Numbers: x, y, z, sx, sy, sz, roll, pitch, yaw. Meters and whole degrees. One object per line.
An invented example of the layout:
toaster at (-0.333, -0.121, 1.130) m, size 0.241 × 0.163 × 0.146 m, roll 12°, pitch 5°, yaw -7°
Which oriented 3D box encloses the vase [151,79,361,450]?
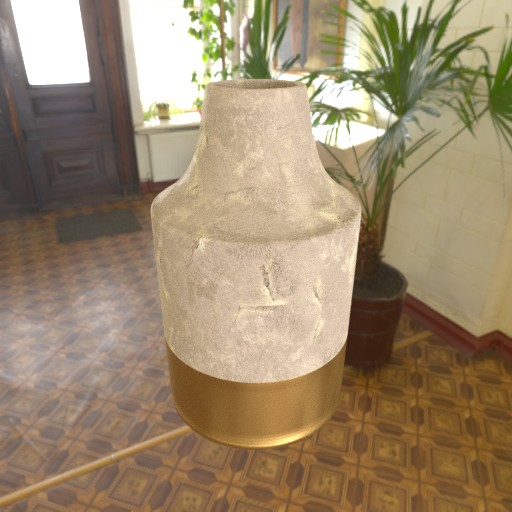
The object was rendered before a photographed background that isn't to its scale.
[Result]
vase at (0.000, 0.000, 0.418) m, size 0.184 × 0.305 × 0.184 m, roll 0°, pitch 27°, yaw 0°
